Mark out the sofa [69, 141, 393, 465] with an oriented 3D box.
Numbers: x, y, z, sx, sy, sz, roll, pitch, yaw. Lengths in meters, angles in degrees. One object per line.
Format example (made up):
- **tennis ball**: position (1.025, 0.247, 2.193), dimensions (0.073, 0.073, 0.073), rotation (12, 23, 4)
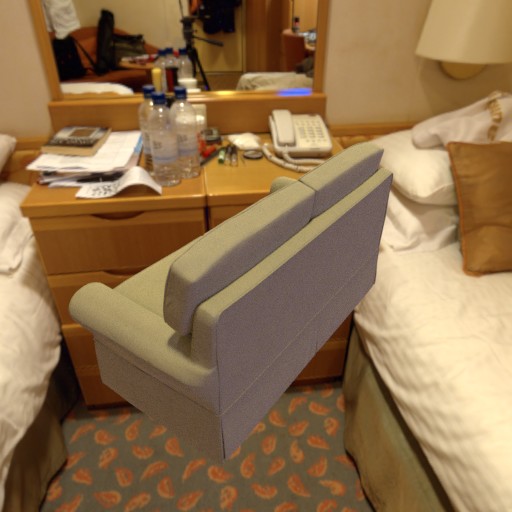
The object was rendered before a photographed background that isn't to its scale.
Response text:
- **sofa**: position (0.000, 0.000, 2.434), dimensions (0.841, 1.024, 1.823), rotation (21, 38, 30)
